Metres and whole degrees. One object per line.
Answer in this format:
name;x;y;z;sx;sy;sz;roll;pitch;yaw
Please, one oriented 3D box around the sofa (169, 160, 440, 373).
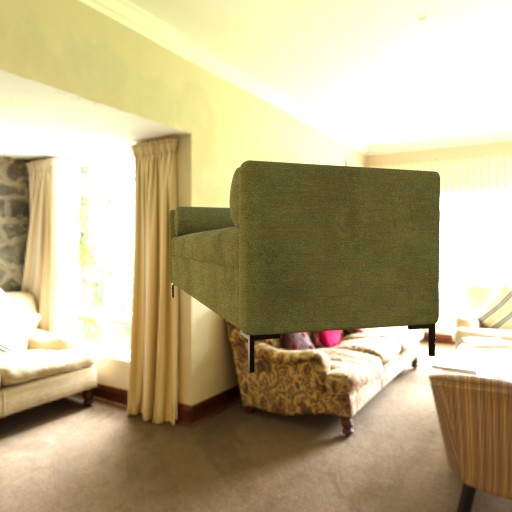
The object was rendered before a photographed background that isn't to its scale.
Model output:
sofa;0.000;0.000;2.324;0.686;0.635;1.981;0;1;-17
